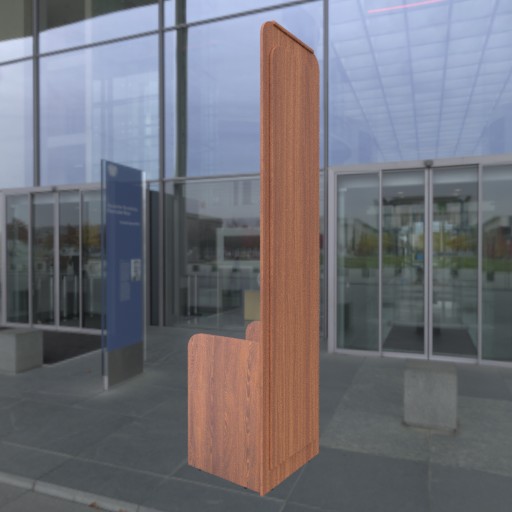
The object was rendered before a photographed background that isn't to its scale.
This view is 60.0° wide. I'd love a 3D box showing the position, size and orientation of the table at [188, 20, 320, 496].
[{"bbox_3d":[0.000,0.000,1.968,0.420,1.830,0.450,0,1,36],"label":"table"}]
